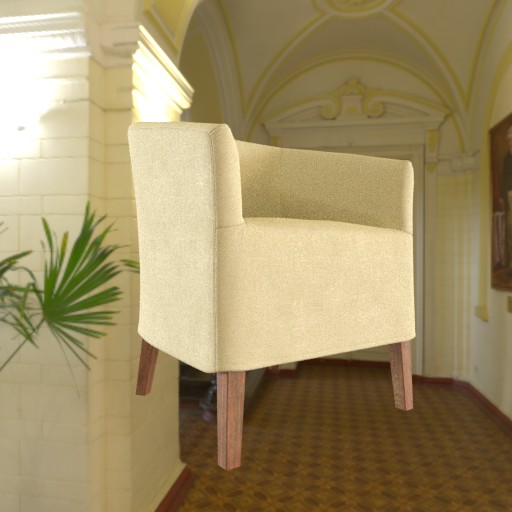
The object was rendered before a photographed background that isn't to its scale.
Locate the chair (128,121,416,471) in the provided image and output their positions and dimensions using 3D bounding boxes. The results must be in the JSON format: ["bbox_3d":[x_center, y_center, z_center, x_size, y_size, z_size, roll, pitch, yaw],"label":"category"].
[{"bbox_3d":[0.000,0.000,1.275,0.643,0.822,0.657,0,0,-36],"label":"chair"}]
